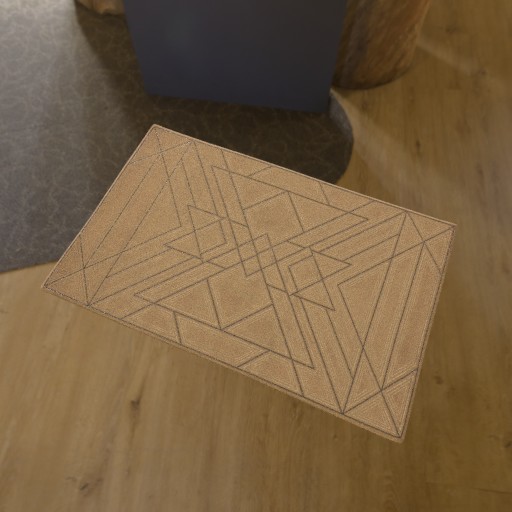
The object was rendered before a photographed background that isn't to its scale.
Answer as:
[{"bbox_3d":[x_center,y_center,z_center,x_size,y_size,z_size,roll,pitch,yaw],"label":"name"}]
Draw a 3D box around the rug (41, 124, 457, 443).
[{"bbox_3d":[0.000,0.000,3.051,2.459,0.023,1.575,21,65,10],"label":"rug"}]
